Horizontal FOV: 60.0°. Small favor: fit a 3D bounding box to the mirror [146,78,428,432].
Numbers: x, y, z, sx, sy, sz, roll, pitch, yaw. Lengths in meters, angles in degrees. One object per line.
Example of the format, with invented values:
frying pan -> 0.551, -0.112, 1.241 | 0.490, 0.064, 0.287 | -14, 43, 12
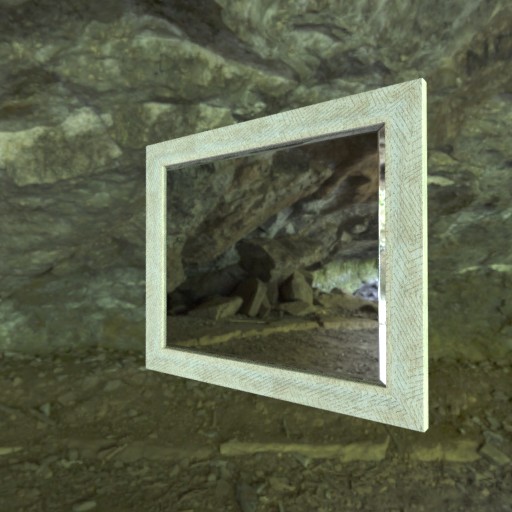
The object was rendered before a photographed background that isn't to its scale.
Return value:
mirror -> 0.000, 0.000, 1.124 | 0.839, 0.689, 0.028 | 0, -1, 38
